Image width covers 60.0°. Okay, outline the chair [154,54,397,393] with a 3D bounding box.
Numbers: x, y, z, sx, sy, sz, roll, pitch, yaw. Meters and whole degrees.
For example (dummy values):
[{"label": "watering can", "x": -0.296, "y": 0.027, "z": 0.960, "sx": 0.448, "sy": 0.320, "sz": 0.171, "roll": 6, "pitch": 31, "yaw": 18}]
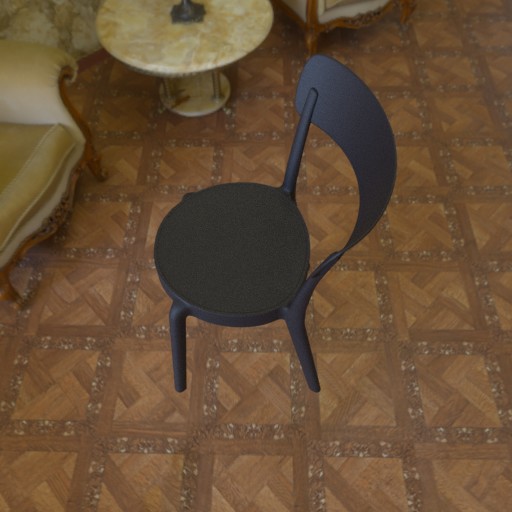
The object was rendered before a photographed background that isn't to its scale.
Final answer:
[{"label": "chair", "x": 0.000, "y": 0.000, "z": 1.114, "sx": 0.491, "sy": 0.790, "sz": 0.506, "roll": 0, "pitch": 57, "yaw": 0}]
